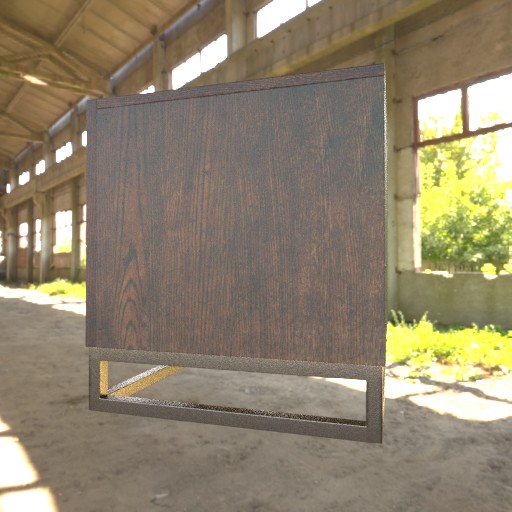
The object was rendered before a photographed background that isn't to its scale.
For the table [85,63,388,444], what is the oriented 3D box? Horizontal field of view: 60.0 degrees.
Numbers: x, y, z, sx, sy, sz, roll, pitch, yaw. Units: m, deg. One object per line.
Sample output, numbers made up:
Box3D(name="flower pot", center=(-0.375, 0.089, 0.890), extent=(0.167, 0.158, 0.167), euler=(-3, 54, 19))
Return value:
Box3D(name="table", center=(0.000, 0.000, 0.997), extent=(0.566, 0.582, 0.506), euler=(0, -1, 17))
